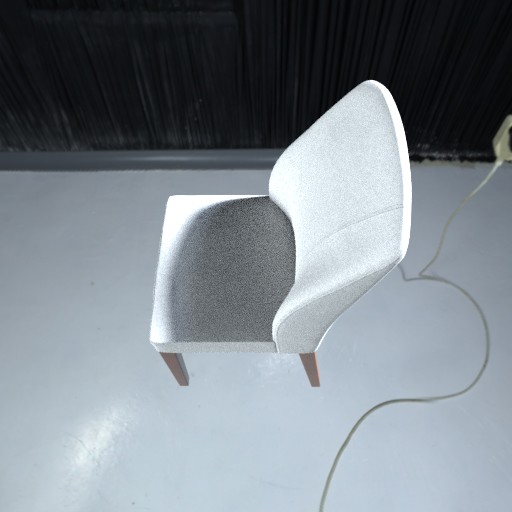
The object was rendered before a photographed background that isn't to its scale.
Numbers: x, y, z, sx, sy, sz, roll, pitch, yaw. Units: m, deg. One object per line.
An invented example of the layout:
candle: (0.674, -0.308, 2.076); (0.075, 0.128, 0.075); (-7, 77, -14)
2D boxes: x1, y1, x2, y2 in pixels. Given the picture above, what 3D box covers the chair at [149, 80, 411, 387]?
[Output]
chair: (0.000, 0.000, 1.183); (0.540, 0.893, 0.472); (0, 58, 0)
